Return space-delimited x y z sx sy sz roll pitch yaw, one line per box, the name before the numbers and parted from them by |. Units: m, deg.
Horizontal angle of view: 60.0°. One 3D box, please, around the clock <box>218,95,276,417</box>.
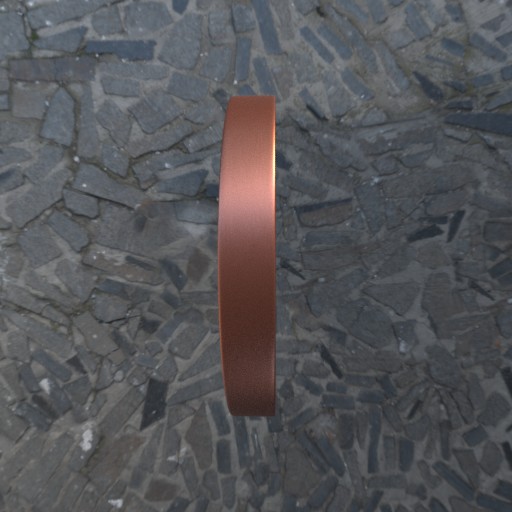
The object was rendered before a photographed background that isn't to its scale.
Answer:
clock | 0.000 0.000 0.461 0.040 0.313 0.313 0 89 2
